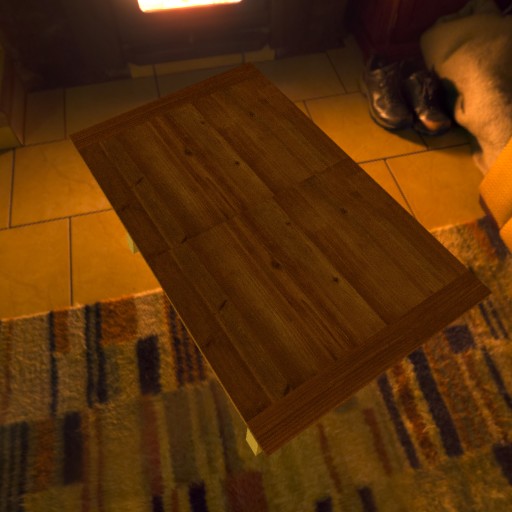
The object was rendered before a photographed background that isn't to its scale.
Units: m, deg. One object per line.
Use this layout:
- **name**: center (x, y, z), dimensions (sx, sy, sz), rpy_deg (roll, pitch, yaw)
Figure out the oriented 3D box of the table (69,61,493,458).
- **table**: center (0.000, 0.000, 2.007), dimensions (0.922, 0.743, 1.503), rpy_deg (-29, 63, -17)
